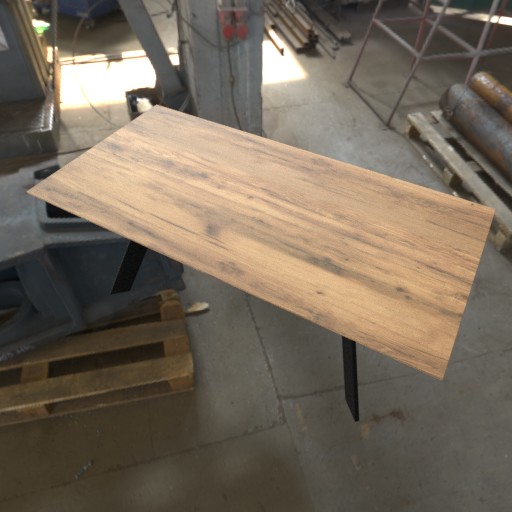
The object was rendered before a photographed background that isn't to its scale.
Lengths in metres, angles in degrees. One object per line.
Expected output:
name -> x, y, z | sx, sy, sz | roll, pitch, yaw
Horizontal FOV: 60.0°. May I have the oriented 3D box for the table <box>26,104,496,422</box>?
table -> 0.000, 0.000, 2.387 | 2.000, 0.770, 1.000 | 23, 50, 20
